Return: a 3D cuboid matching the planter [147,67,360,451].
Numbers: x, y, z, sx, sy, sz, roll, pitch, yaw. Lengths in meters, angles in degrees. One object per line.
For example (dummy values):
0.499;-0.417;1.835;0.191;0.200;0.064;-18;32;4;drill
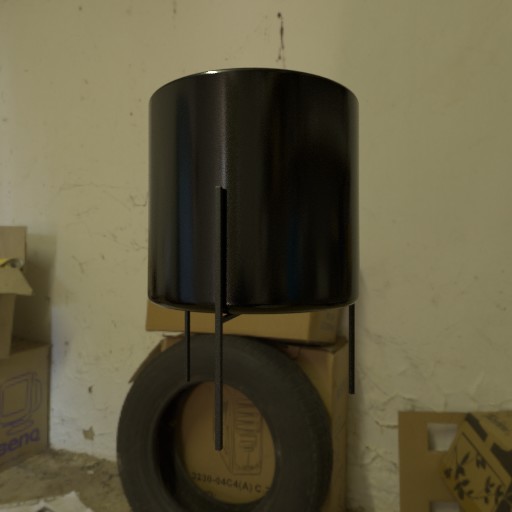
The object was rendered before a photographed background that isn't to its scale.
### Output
0.000;0.000;0.647;0.310;0.432;0.310;0;0;-1;planter
